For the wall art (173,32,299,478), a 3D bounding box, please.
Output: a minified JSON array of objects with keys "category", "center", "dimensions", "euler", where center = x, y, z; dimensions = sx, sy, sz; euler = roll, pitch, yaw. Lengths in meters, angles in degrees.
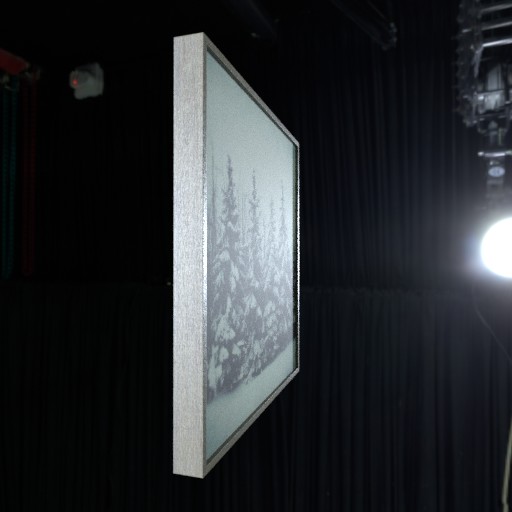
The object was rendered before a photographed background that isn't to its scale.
[{"category":"wall art","center":[0.000,0.000,0.751],"dimensions":[0.037,0.507,0.507],"euler":[0,0,18]}]
